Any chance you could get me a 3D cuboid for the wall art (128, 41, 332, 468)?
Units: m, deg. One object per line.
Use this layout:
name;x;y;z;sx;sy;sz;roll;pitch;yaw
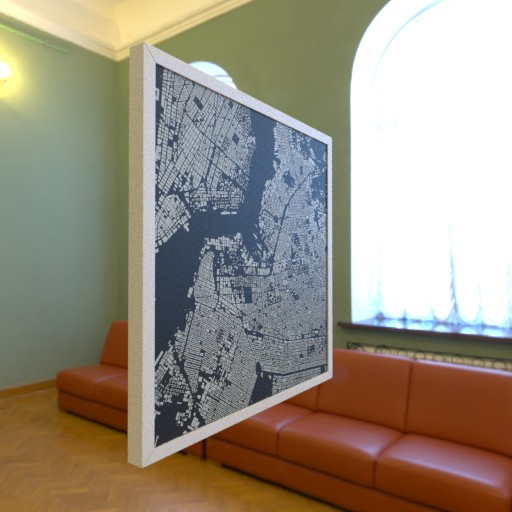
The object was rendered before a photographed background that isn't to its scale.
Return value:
wall art;0.000;0.000;1.112;0.050;0.762;0.761;-1;-1;36
